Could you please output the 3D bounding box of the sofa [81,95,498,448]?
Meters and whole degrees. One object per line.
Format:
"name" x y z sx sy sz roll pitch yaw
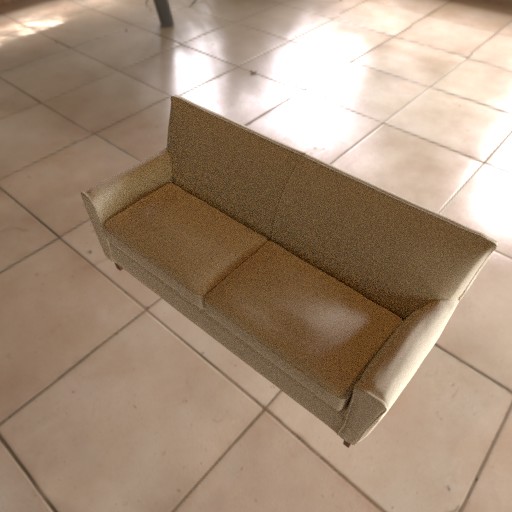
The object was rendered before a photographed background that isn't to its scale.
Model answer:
"sofa" 0.000 0.000 2.415 2.001 0.907 0.841 32 55 26
